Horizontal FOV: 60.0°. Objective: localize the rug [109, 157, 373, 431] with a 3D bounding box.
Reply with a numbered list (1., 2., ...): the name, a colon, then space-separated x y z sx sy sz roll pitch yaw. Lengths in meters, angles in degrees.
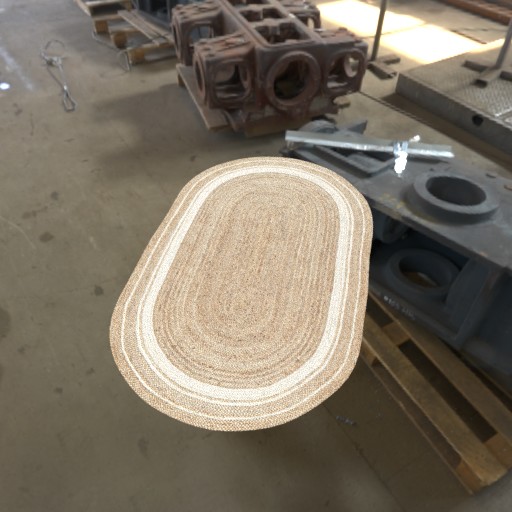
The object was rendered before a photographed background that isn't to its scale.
1. rug: 0.000 0.000 3.017 1.520 0.006 2.432 10 47 9
